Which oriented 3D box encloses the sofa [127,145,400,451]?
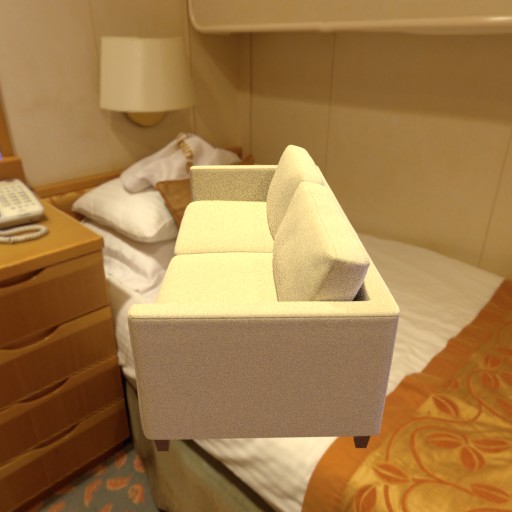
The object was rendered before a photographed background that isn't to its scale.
[{"bbox_3d":[0.000,0.000,2.471,0.965,0.889,1.981,-1,26,-1],"label":"sofa"}]
